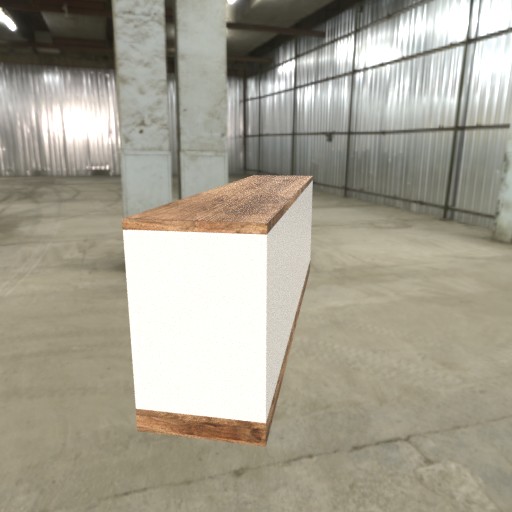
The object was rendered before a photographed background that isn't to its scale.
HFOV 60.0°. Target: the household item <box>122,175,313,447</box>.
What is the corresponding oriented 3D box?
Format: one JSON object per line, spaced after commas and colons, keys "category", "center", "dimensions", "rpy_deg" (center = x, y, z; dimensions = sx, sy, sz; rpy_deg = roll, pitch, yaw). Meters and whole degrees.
{"category": "household item", "center": [0.000, 0.000, 2.025], "dimensions": [0.390, 0.615, 1.800], "rpy_deg": [3, 14, 10]}
